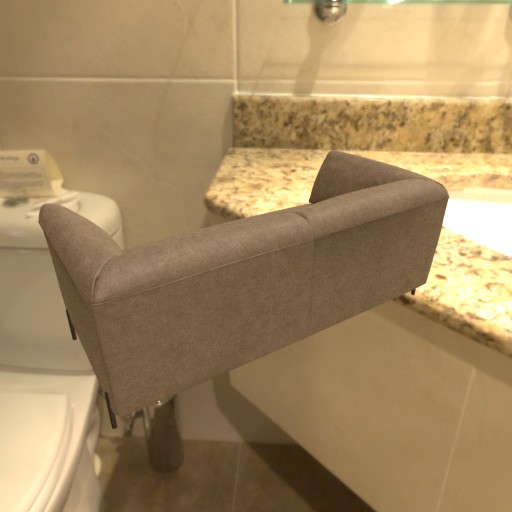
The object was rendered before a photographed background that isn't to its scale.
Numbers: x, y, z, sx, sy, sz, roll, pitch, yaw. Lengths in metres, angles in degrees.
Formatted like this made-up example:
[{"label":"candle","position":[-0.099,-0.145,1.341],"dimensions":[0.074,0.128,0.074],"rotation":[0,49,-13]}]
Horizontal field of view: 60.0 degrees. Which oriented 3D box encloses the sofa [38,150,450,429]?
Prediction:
[{"label":"sofa","position":[0.000,0.000,2.327],"dimensions":[1.878,0.747,0.905],"rotation":[-17,32,-29]}]
